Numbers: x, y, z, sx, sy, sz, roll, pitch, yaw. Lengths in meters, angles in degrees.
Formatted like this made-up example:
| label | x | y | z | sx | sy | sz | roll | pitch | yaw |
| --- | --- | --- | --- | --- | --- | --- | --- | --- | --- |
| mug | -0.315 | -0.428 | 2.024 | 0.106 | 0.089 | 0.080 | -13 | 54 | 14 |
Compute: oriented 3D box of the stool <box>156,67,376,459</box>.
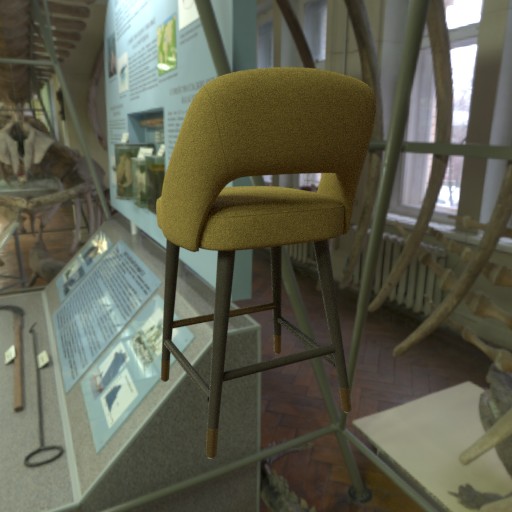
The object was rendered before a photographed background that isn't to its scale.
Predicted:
| label | x | y | z | sx | sy | sz | roll | pitch | yaw |
| --- | --- | --- | --- | --- | --- | --- | --- | --- | --- |
| stool | 0.000 | 0.000 | 1.267 | 0.536 | 0.939 | 0.522 | -7 | 16 | -26 |
